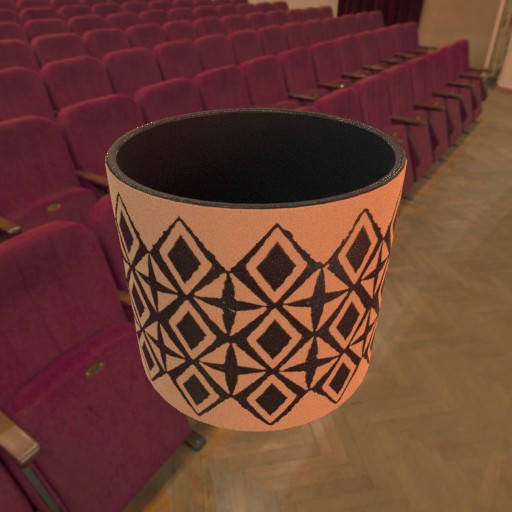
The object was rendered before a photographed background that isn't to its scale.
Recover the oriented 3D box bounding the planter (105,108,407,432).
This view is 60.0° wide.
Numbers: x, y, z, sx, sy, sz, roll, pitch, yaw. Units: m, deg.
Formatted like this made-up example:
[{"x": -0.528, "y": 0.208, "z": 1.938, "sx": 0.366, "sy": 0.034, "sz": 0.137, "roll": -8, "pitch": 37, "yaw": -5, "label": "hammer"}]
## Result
[{"x": 0.000, "y": 0.000, "z": 0.279, "sx": 0.159, "sy": 0.144, "sz": 0.159, "roll": 0, "pitch": 32, "yaw": 0, "label": "planter"}]
